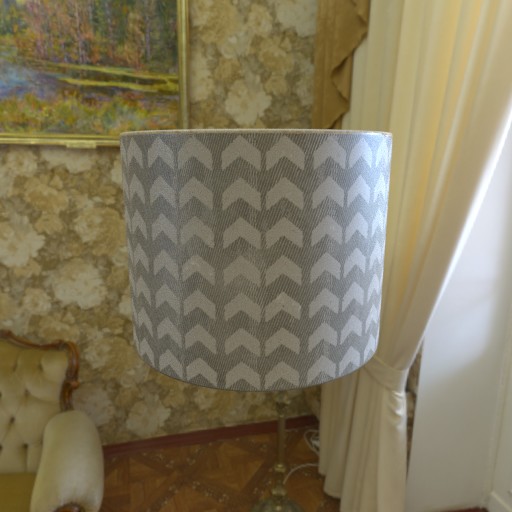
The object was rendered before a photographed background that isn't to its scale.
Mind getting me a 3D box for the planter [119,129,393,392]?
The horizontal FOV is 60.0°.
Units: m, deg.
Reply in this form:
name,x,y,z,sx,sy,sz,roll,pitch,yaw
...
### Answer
name,x,y,z,sx,sy,sz,roll,pitch,yaw
planter,0.000,0.000,0.451,0.250,0.239,0.250,0,14,0
